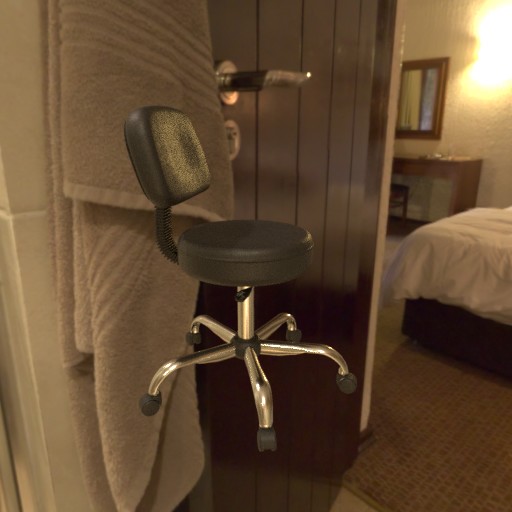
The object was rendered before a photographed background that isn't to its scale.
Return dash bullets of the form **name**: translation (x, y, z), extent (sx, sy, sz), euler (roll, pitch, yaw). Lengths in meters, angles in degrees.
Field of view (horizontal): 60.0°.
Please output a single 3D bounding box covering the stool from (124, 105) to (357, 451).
- **stool**: translation (0.000, 0.000, 1.336), extent (0.648, 0.862, 0.673), euler (3, 17, 9)
